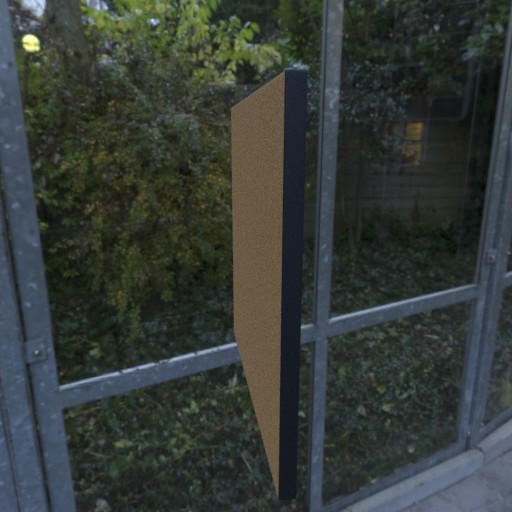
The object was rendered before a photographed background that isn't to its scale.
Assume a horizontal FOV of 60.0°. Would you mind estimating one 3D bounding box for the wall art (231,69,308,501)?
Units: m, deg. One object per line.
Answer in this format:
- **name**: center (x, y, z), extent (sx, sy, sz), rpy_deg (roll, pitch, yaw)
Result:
- **wall art**: center (0.000, 0.000, 0.661), extent (0.022, 0.453, 0.456), rpy_deg (-2, 15, -9)
